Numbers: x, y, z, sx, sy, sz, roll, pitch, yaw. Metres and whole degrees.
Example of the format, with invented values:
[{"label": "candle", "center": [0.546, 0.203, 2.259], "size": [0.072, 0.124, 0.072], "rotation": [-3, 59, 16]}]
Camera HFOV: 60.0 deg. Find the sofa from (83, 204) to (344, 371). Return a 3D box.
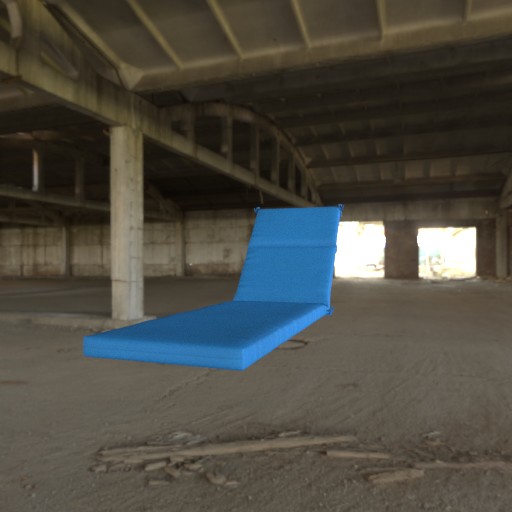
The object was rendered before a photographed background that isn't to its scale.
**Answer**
[{"label": "sofa", "center": [0.000, 0.000, 2.006], "size": [0.582, 0.622, 1.663], "rotation": [0, 0, 19]}]
